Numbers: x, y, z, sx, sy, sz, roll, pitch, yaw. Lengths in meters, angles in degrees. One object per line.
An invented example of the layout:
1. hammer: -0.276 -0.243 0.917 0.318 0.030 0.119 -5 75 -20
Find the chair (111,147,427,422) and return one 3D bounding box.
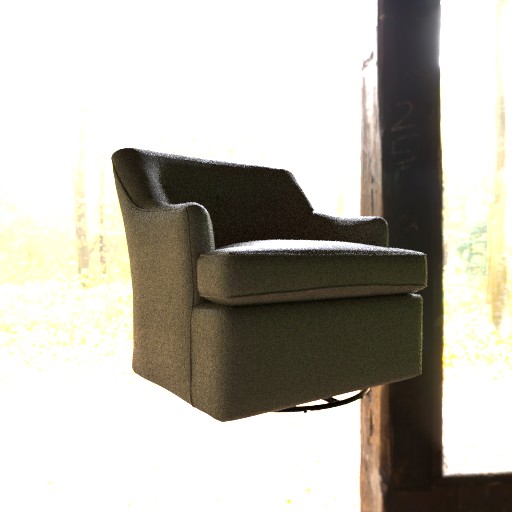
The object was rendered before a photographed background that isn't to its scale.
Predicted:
1. chair: 0.000 0.000 1.605 0.864 0.856 0.923 0 0 -34
